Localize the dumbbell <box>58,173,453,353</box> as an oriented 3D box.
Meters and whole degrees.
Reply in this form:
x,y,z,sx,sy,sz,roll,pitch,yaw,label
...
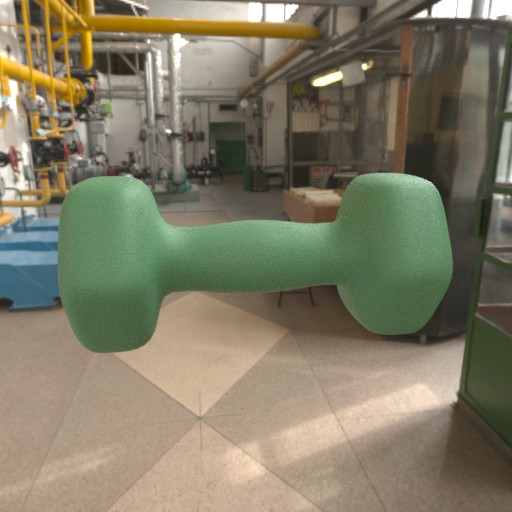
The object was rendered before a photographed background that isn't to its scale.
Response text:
x,y,z,sx,sy,sz,roll,pitch,yaw,label
0.000,0.000,0.319,0.257,0.114,0.126,-2,16,-7,dumbbell
